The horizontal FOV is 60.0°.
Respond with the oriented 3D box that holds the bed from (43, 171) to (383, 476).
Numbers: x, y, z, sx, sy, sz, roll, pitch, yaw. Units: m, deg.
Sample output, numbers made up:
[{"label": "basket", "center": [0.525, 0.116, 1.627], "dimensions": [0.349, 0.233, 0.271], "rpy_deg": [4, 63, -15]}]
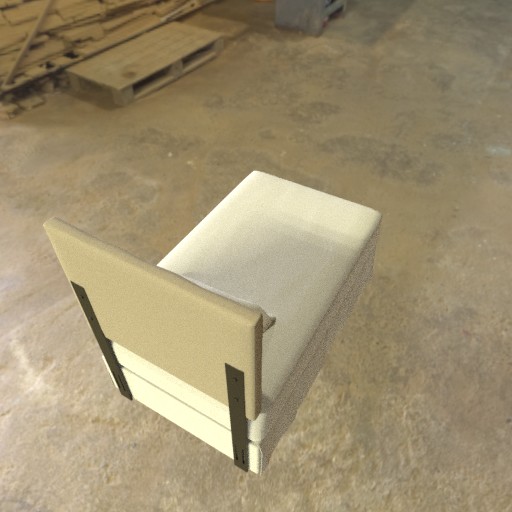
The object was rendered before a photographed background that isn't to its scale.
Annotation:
[{"label": "bed", "center": [0.000, 0.000, 2.975], "dimensions": [1.261, 1.571, 1.997], "rpy_deg": [23, 50, 21]}]
